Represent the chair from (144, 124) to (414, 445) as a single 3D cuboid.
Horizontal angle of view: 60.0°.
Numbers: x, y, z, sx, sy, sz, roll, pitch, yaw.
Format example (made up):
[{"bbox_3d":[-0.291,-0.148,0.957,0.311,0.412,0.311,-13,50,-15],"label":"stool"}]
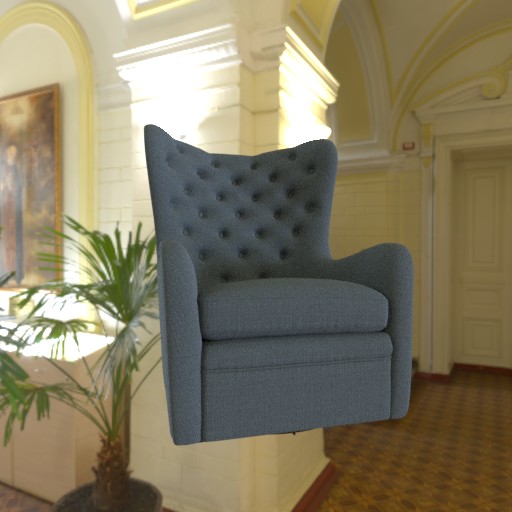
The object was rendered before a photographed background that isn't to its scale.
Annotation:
[{"bbox_3d":[0.000,0.000,1.727,0.831,1.079,0.930,0,1,-17],"label":"chair"}]
